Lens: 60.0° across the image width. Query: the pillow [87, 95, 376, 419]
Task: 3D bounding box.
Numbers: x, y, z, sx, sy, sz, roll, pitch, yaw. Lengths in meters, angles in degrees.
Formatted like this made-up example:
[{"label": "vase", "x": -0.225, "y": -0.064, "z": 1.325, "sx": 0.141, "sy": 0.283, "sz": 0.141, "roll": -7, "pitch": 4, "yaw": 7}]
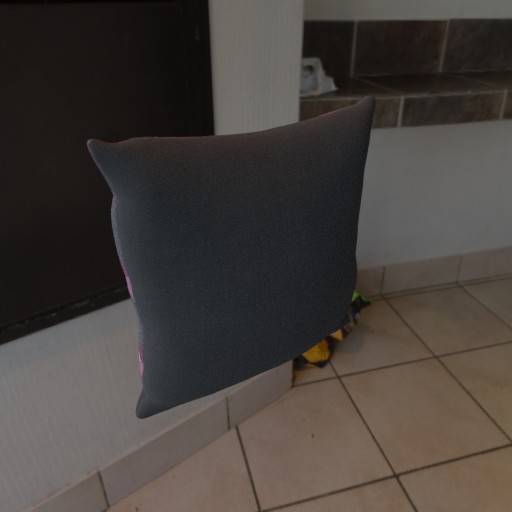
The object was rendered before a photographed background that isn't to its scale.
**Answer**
[{"label": "pillow", "x": 0.000, "y": 0.000, "z": 0.776, "sx": 0.503, "sy": 0.496, "sz": 0.208, "roll": -18, "pitch": 34, "yaw": -29}]
